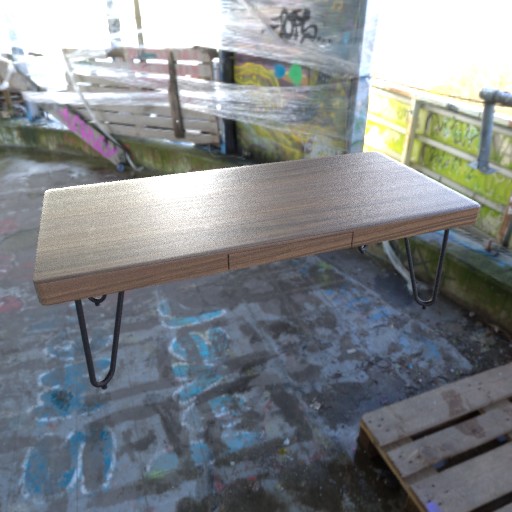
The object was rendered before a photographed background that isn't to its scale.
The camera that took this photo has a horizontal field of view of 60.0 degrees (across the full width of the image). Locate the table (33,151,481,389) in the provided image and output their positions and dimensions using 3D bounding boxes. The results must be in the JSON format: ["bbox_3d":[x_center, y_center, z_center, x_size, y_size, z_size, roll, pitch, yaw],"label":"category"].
[{"bbox_3d":[0.000,0.000,1.641,1.375,0.468,0.637,-10,32,-17],"label":"table"}]
